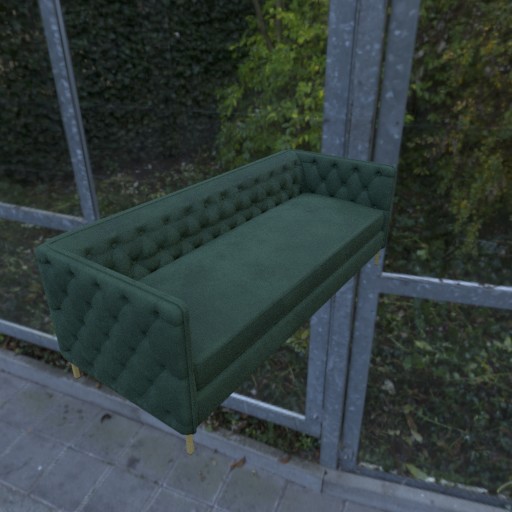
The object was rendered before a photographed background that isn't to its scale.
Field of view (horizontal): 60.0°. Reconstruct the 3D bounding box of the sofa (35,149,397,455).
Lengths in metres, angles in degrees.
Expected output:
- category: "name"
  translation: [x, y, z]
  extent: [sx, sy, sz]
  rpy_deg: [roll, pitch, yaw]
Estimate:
- category: "sofa"
  translation: [0.000, 0.000, 2.670]
  extent: [0.895, 0.771, 2.209]
  rpy_deg: [18, 32, 31]
